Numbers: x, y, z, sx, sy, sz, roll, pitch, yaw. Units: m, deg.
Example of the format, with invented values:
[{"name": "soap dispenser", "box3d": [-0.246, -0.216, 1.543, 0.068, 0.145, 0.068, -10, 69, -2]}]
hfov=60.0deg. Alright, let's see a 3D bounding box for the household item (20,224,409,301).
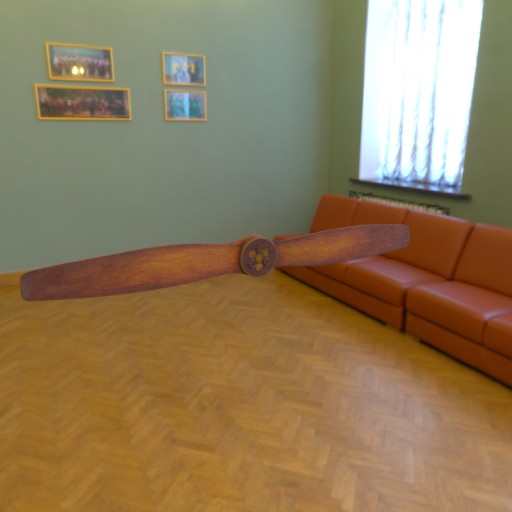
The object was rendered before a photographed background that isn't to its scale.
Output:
[{"name": "household item", "box3d": [0.000, 0.000, 1.247, 1.181, 0.121, 0.051, -8, 17, -27]}]
